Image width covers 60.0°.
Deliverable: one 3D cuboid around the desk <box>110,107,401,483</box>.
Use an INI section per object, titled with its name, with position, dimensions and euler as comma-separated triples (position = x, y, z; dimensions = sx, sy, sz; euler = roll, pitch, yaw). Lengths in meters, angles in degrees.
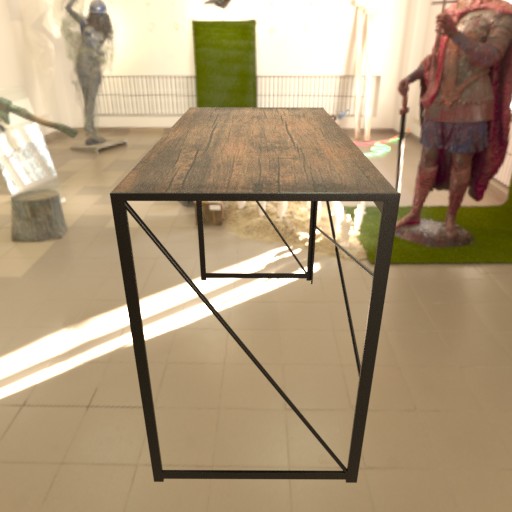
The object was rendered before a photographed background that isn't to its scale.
[desk]
position = 0.000, 0.000, 1.386
dimensions = 0.505, 0.747, 1.015
euler = 0, 27, 0
